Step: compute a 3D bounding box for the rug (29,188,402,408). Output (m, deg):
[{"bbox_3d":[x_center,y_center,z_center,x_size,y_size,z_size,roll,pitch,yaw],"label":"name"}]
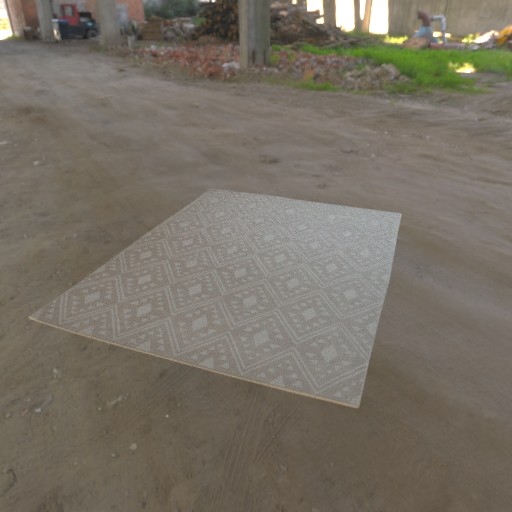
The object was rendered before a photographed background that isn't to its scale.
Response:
[{"bbox_3d":[0.000,0.000,4.095,2.399,0.054,3.011,10,30,18],"label":"rug"}]
